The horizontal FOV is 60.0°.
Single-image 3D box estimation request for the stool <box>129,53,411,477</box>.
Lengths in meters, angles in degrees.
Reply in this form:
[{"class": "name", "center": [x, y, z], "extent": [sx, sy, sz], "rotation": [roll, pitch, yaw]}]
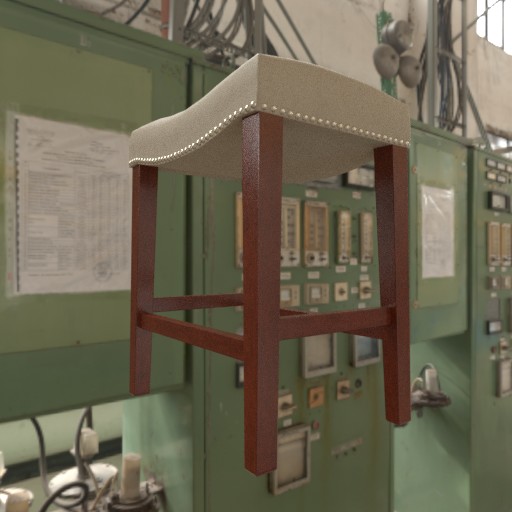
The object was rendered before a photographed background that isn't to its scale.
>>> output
[{"class": "stool", "center": [0.000, 0.000, 0.936], "extent": [0.375, 0.632, 0.509], "rotation": [0, -1, -37]}]
